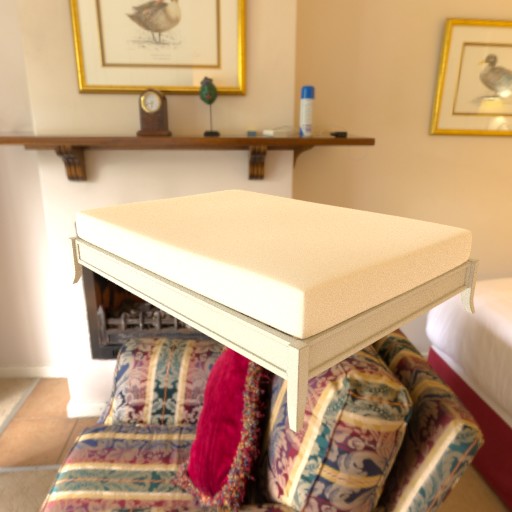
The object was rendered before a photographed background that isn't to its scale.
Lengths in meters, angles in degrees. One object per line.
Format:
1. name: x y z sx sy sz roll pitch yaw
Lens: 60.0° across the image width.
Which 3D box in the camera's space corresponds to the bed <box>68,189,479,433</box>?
1. bed: 0.000 0.000 2.595 1.460 0.510 1.985 -15 22 -40
